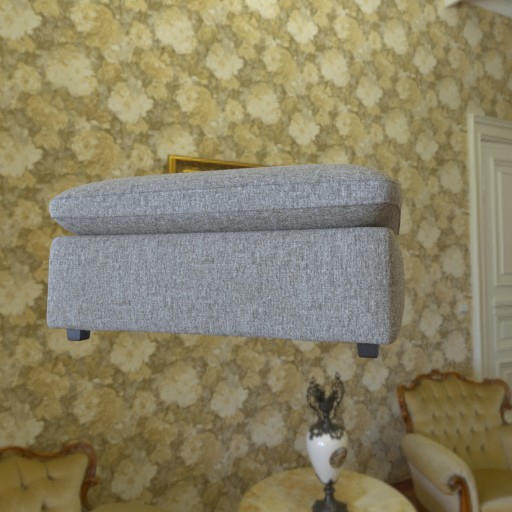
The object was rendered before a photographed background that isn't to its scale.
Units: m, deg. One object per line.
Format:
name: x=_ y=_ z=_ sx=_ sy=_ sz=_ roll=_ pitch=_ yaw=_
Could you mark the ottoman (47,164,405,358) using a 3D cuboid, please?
ottoman: x=0.000 y=0.000 z=1.630 sx=1.035 sy=0.526 sz=1.039 roll=-1 pitch=-2 yaw=18
